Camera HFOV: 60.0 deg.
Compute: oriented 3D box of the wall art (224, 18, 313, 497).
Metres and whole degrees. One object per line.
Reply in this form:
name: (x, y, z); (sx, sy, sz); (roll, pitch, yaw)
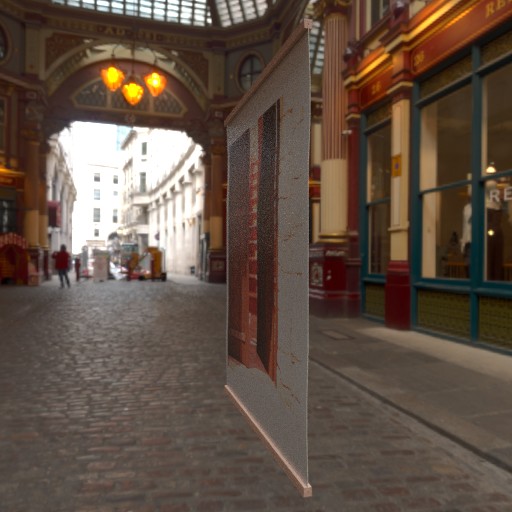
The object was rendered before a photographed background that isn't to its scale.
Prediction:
wall art: (0.000, 0.000, 1.296); (0.020, 1.013, 0.758); (0, 0, -17)
